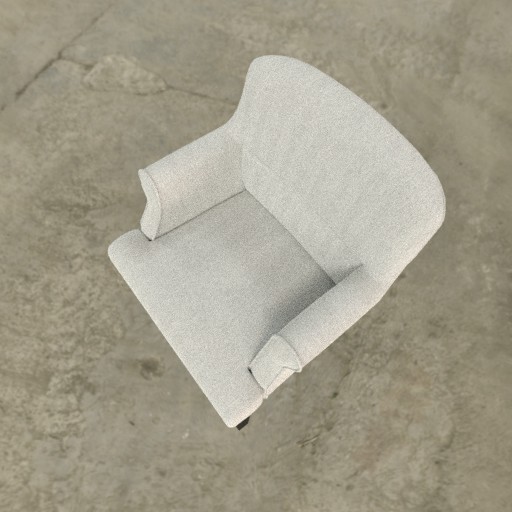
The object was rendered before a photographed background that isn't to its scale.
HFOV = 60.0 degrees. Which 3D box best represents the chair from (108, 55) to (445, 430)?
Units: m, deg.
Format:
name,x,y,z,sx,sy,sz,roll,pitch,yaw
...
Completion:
name,x,y,z,sx,sy,sz,roll,pitch,yaw
chair,0.000,0.000,1.431,0.750,0.875,0.781,-34,67,-17
